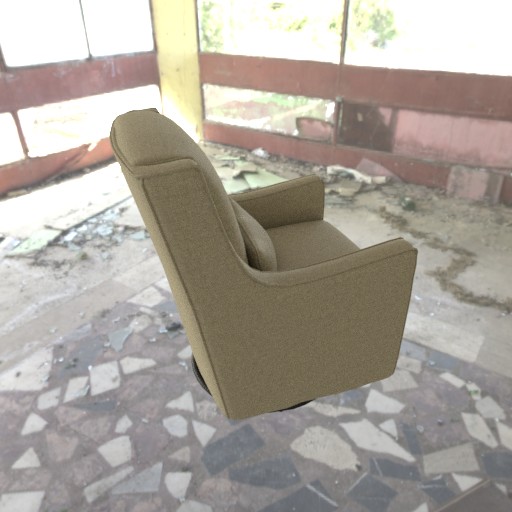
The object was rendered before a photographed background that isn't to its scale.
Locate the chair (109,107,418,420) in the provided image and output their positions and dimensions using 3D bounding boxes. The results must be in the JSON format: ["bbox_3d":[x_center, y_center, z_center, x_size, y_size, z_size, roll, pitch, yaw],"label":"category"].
[{"bbox_3d":[0.000,0.000,1.614,0.879,0.993,0.732,-10,32,-17],"label":"chair"}]
